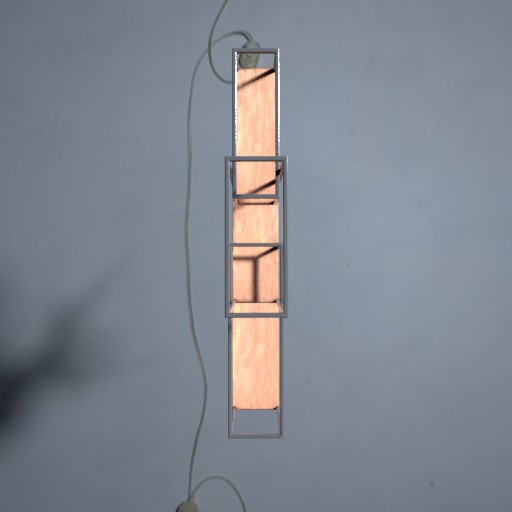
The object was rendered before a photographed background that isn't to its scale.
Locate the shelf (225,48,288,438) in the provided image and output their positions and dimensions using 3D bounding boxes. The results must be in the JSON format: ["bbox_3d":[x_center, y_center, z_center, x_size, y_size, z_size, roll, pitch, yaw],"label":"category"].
[{"bbox_3d":[0.000,0.000,2.154,0.275,0.972,1.781,0,89,0],"label":"shelf"}]
